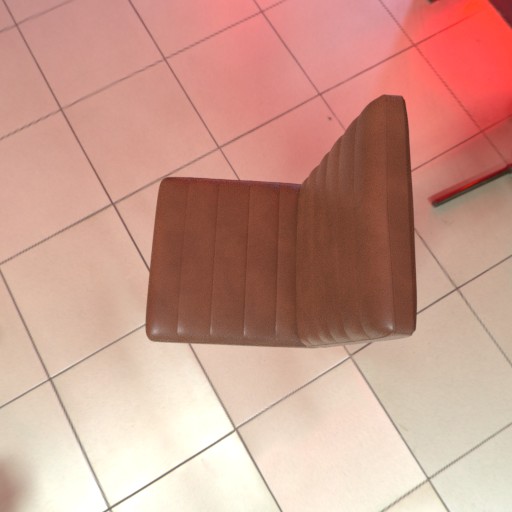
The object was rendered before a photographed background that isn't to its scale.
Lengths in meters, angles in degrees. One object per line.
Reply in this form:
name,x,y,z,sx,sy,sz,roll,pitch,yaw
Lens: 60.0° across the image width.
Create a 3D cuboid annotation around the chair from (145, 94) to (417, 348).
chair,0.000,0.000,1.314,0.634,0.930,0.520,2,76,1
